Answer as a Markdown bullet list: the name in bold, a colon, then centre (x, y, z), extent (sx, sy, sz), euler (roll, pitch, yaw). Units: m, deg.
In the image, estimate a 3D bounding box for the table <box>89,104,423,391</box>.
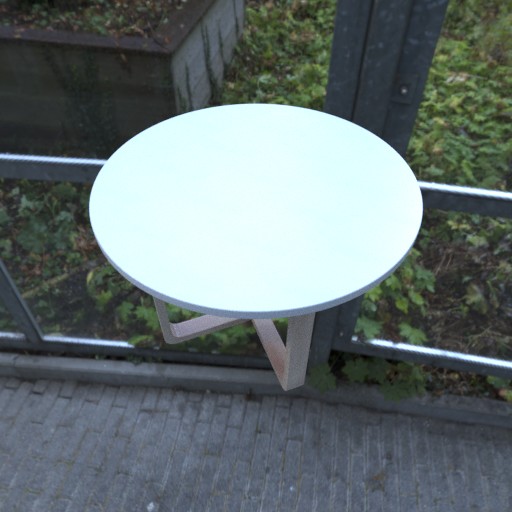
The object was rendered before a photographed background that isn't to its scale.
- **table**: centre (0.000, 0.000, 0.966), extent (0.600, 0.400, 0.600), euler (0, 46, 0)
